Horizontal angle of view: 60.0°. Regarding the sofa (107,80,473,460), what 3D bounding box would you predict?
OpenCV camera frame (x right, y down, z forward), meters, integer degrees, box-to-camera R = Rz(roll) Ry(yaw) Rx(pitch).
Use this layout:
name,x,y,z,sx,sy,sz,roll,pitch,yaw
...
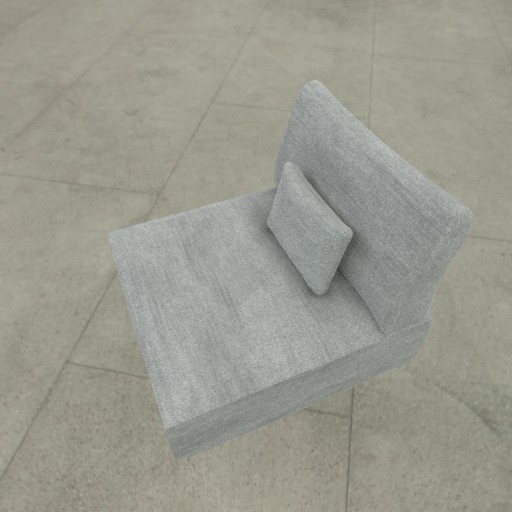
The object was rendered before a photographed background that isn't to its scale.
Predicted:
name,x,y,z,sx,sy,sz,roll,pitch,yaw
sofa,0.000,0.000,1.675,1.000,0.820,0.930,-18,49,-16
